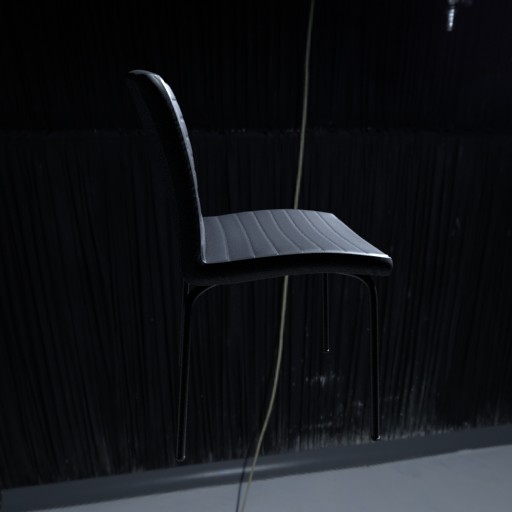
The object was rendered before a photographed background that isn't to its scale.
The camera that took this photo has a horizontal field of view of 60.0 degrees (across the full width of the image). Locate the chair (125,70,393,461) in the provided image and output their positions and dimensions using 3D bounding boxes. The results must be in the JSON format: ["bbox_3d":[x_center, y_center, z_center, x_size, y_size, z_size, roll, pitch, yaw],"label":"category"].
[{"bbox_3d":[0.000,0.000,1.152,0.572,0.872,0.450,-3,19,-8],"label":"chair"}]
